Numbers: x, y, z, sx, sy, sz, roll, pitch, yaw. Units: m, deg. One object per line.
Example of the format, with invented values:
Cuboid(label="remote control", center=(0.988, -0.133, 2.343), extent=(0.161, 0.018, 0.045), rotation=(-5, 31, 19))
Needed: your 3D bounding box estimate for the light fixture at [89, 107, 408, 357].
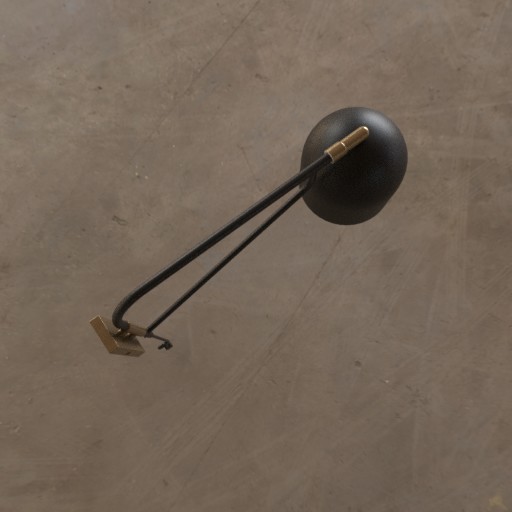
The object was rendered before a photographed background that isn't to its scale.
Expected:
Cuboid(label="light fixture", center=(0.000, 0.000, 1.087), extent=(0.720, 0.696, 0.215), rotation=(-35, 78, -9))
